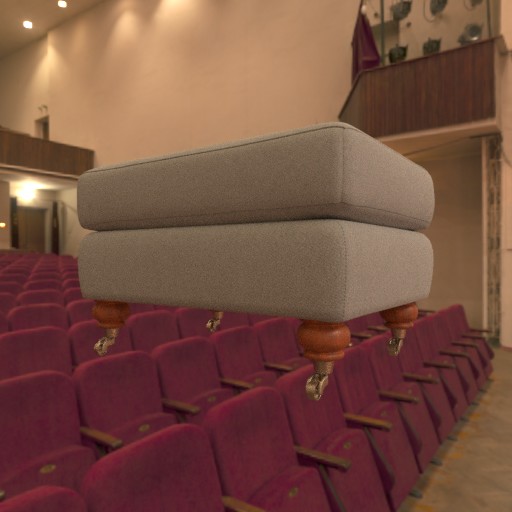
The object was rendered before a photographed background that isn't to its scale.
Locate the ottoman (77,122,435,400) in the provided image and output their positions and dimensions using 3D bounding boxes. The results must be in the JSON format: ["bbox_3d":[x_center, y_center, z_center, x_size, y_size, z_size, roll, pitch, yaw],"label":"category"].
[{"bbox_3d":[0.000,0.000,1.140,0.773,0.499,0.569,0,0,35],"label":"ottoman"}]
